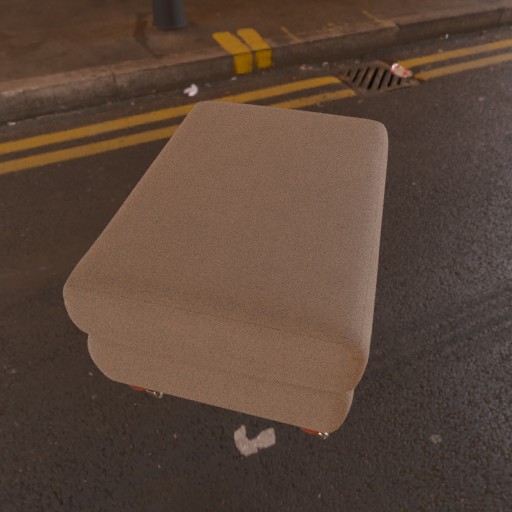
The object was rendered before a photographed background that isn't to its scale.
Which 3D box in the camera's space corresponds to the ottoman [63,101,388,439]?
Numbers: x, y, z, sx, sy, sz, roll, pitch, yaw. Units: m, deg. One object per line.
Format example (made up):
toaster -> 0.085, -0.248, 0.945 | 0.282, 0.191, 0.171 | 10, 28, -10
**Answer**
ottoman -> 0.000, 0.000, 1.141 | 0.569, 0.504, 0.773 | 10, 47, 10
